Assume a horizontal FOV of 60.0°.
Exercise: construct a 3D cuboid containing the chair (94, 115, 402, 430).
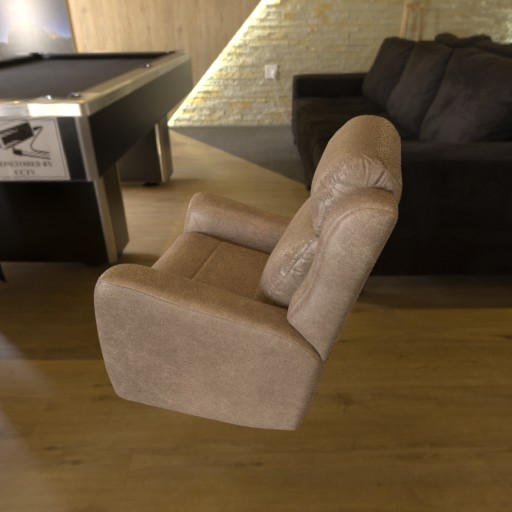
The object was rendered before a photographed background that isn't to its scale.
[{"bbox_3d":[0.000,0.000,1.905,1.068,1.116,0.965,8,30,14],"label":"chair"}]
